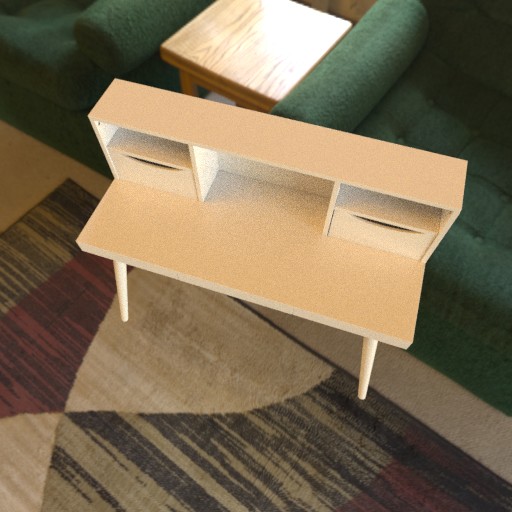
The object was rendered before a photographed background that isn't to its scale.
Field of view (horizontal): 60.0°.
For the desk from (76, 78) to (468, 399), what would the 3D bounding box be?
[{"bbox_3d":[0.000,0.000,1.756,1.199,0.990,0.559,16,62,9],"label":"desk"}]
